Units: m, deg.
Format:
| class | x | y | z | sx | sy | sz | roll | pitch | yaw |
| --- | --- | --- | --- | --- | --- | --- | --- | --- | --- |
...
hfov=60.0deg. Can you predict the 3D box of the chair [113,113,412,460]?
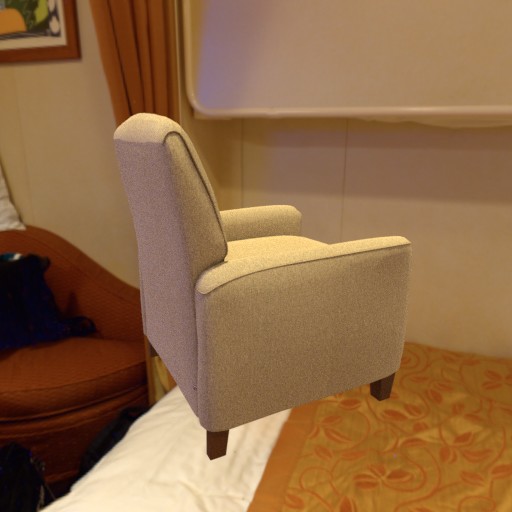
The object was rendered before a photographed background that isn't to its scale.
| class | x | y | z | sx | sy | sz | roll | pitch | yaw |
| --- | --- | --- | --- | --- | --- | --- | --- | --- | --- |
| chair | 0.000 | 0.000 | 1.674 | 0.864 | 1.014 | 0.848 | -8 | 18 | -26 |
